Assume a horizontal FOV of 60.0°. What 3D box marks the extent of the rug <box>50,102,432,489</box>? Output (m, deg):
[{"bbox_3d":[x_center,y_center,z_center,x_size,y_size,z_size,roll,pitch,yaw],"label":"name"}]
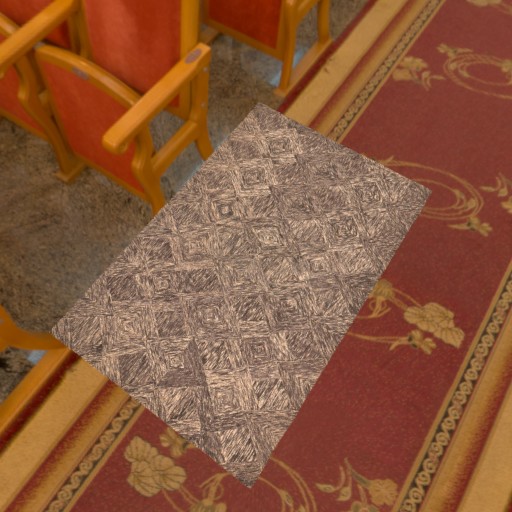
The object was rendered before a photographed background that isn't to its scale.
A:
[{"bbox_3d":[0.000,0.000,2.315,1.189,0.011,1.808,32,68,14],"label":"rug"}]
